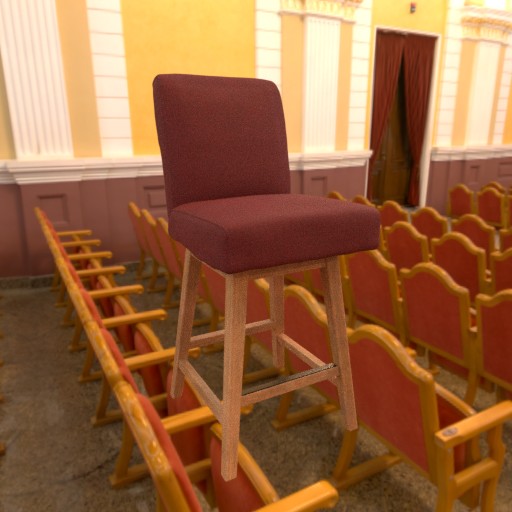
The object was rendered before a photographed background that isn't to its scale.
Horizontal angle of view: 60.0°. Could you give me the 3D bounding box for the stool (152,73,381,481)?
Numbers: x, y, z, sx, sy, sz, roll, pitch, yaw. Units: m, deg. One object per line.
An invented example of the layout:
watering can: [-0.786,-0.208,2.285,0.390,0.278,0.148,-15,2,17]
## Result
stool: [0.000,0.000,1.310,0.468,1.038,0.562,-9,18,-28]
